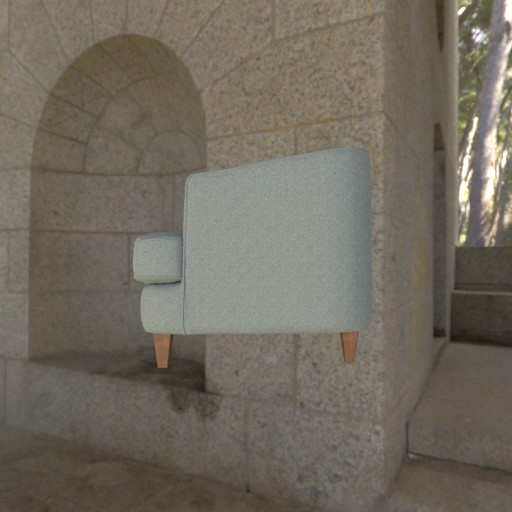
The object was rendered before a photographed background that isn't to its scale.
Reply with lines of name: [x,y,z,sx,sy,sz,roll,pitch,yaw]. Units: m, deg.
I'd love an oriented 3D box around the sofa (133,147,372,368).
sofa: [0.000,0.000,2.700,0.941,0.855,2.278,0,-1,-1]
